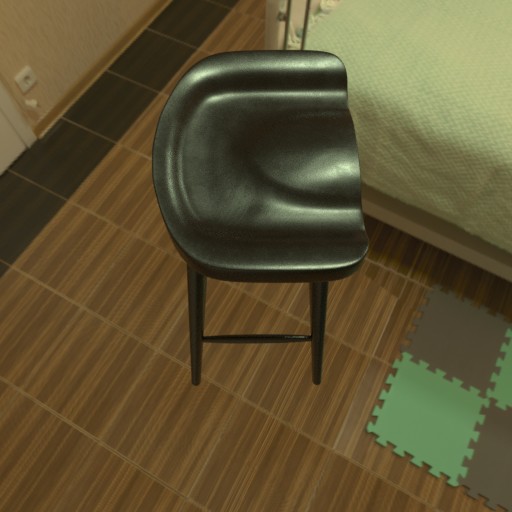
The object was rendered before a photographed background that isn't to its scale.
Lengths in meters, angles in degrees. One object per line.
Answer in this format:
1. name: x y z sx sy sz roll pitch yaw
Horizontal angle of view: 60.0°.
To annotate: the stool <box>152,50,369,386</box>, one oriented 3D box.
1. stool: 0.000 0.000 0.985 0.361 0.749 0.440 0 64 0
